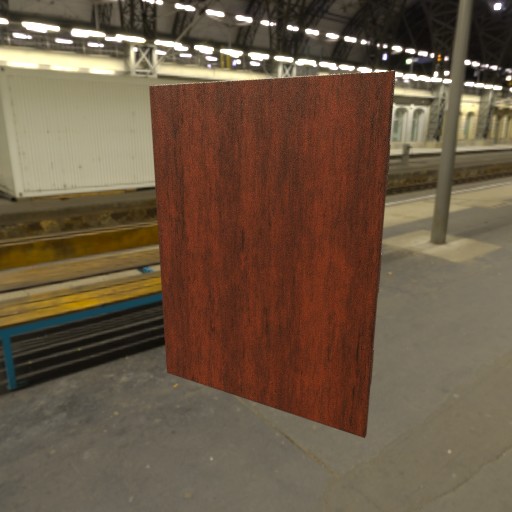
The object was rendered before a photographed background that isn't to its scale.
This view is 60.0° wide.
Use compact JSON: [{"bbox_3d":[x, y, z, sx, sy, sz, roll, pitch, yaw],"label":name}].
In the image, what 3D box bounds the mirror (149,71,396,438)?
[{"bbox_3d":[0.000,0.000,1.084,0.600,0.805,0.021,9,18,28],"label":"mirror"}]
